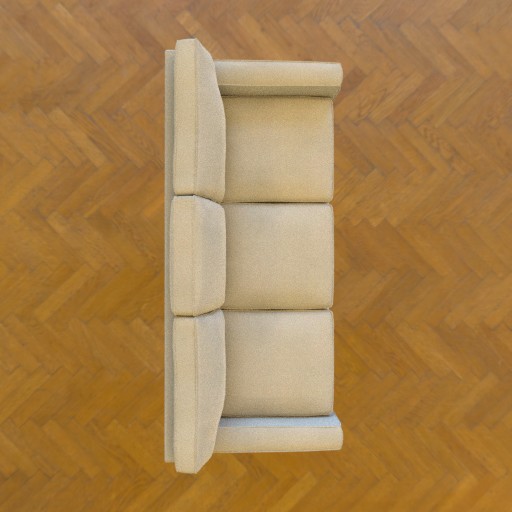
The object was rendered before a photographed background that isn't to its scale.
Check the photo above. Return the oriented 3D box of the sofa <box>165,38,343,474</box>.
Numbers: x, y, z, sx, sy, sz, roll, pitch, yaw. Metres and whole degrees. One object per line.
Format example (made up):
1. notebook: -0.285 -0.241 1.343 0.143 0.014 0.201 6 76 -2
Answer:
1. sofa: 0.000 0.000 2.479 0.935 0.862 2.088 0 90 -2
